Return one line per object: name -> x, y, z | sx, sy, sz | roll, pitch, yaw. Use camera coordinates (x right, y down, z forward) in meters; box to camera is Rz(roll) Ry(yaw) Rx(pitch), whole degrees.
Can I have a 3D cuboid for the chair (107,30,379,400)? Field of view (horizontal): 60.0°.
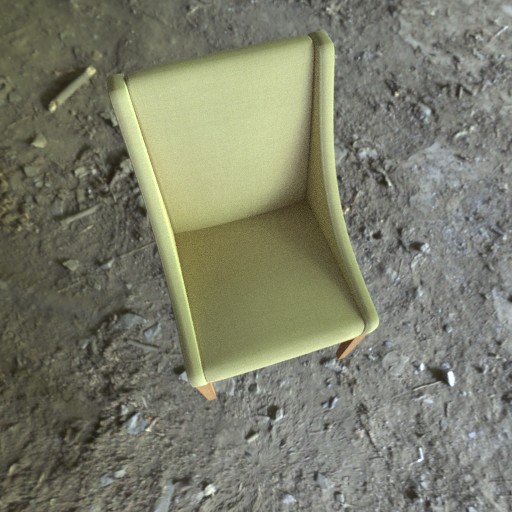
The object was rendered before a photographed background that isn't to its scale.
chair -> 0.000, 0.000, 1.352 | 0.575, 1.021, 0.611 | -16, 65, -7
